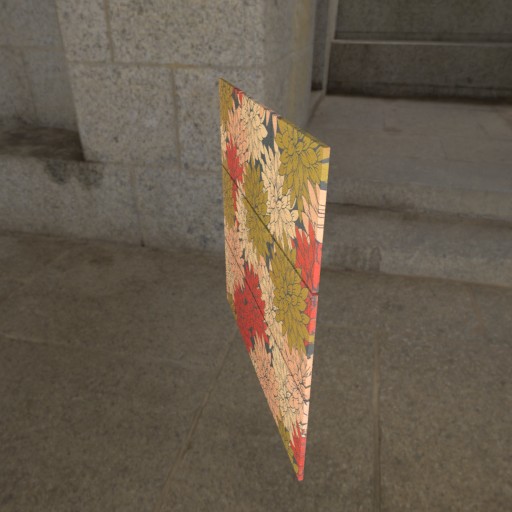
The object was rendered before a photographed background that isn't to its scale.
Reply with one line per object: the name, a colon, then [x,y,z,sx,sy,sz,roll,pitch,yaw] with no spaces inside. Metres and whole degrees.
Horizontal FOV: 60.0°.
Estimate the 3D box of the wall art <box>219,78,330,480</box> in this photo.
wall art: [0.000,0.000,1.365,0.013,0.913,0.904,-8,30,-14]
